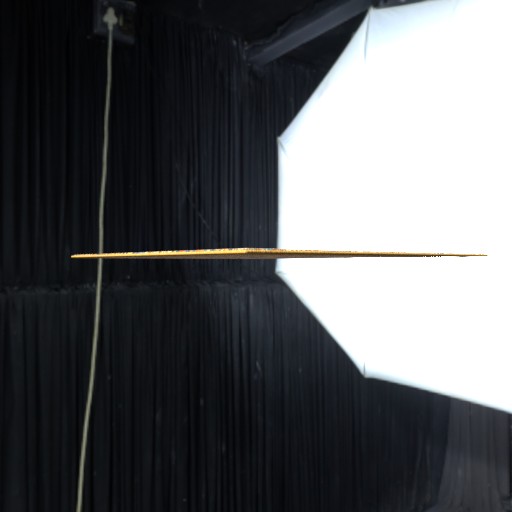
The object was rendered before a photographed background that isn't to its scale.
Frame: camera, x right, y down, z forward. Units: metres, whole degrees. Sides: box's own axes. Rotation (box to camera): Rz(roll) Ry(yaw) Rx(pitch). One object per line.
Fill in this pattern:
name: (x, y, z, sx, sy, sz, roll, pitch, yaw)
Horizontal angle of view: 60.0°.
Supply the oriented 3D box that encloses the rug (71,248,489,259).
rug: (0.000, 0.000, 4.048, 2.435, 0.031, 3.040, 0, -1, -37)
